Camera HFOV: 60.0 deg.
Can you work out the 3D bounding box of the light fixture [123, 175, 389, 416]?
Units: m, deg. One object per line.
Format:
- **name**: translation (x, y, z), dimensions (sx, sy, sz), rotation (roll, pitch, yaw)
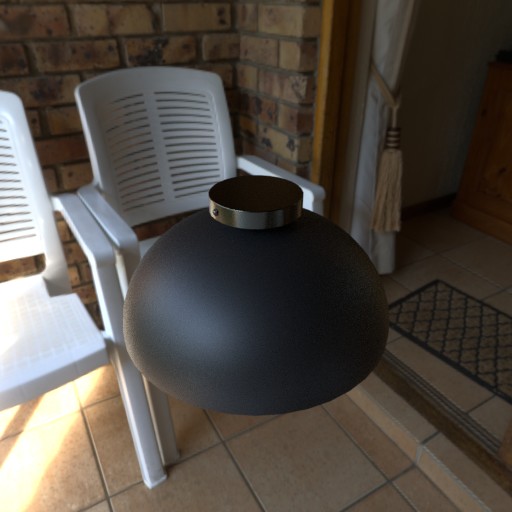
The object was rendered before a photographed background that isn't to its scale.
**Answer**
- **light fixture**: translation (0.000, 0.000, 0.569), dimensions (0.355, 0.177, 0.355), rotation (0, 31, 0)
